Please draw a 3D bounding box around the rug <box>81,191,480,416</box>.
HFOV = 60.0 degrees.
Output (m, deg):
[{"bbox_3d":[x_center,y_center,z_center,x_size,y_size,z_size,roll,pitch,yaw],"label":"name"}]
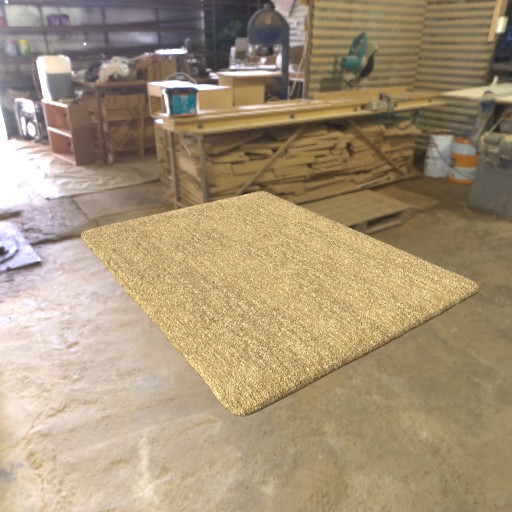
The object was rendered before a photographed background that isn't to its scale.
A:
[{"bbox_3d":[0.000,0.000,3.803,2.242,0.050,2.873,-17,31,-31],"label":"rug"}]
